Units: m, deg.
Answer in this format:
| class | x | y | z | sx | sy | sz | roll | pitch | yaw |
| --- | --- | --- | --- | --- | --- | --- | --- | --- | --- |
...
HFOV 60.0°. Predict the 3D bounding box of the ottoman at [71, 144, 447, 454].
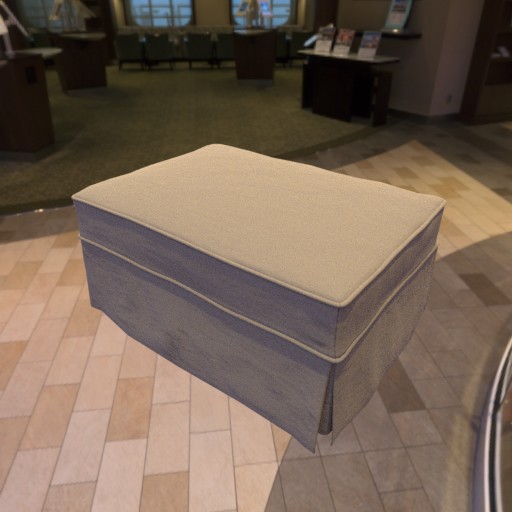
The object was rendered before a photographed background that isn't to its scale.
| class | x | y | z | sx | sy | sz | roll | pitch | yaw |
| --- | --- | --- | --- | --- | --- | --- | --- | --- | --- |
| ottoman | 0.000 | 0.000 | 1.370 | 0.944 | 0.479 | 0.703 | 21 | 36 | 32 |
